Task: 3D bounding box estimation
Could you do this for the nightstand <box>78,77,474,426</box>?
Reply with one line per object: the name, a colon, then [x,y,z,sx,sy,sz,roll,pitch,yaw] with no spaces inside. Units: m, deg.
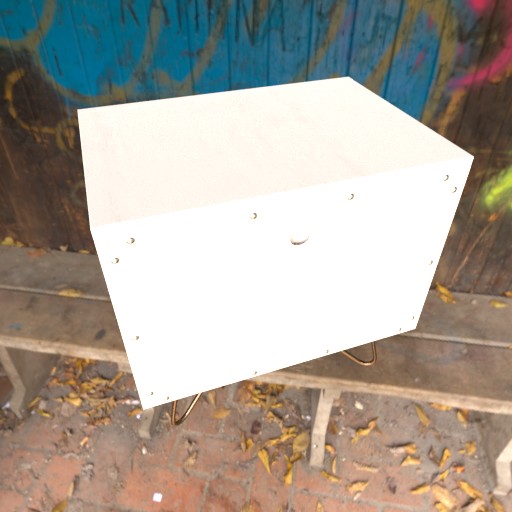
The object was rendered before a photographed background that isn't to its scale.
nightstand: [0.000,0.000,1.010,0.614,0.604,0.447,-13,41,-15]
